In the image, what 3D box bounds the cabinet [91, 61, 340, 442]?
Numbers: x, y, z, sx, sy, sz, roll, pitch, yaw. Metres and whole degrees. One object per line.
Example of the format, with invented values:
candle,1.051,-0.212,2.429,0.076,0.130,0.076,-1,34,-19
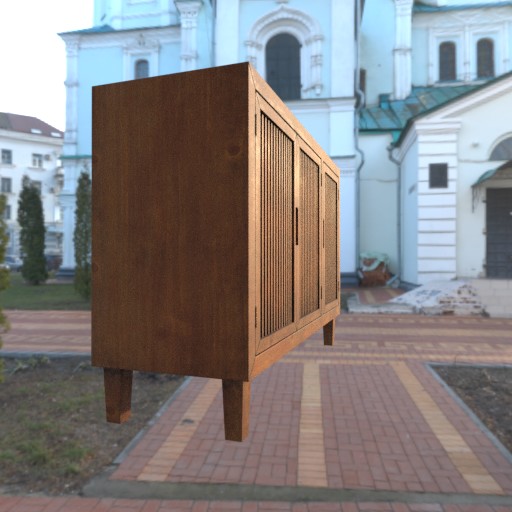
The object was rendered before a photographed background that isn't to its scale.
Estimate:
cabinet,0.000,0.000,1.554,0.403,0.805,1.204,0,0,20
